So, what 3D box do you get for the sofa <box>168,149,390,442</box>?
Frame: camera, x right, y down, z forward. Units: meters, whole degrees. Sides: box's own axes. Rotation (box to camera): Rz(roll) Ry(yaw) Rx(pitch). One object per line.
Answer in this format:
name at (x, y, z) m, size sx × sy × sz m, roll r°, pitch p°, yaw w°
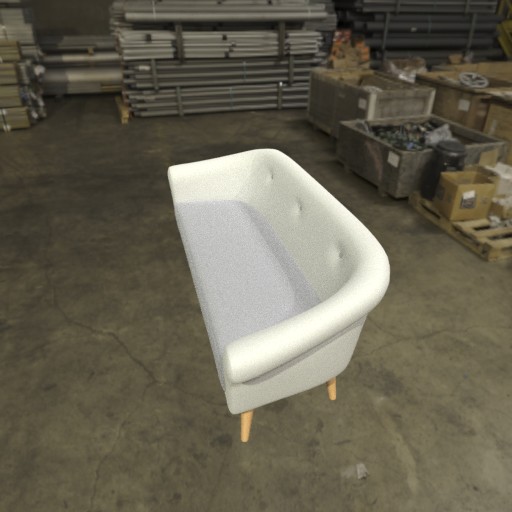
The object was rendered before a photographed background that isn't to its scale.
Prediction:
sofa at (0.000, 0.000, 2.598) m, size 0.827 × 0.795 × 2.160 m, roll -8°, pitch 31°, yaw -13°
